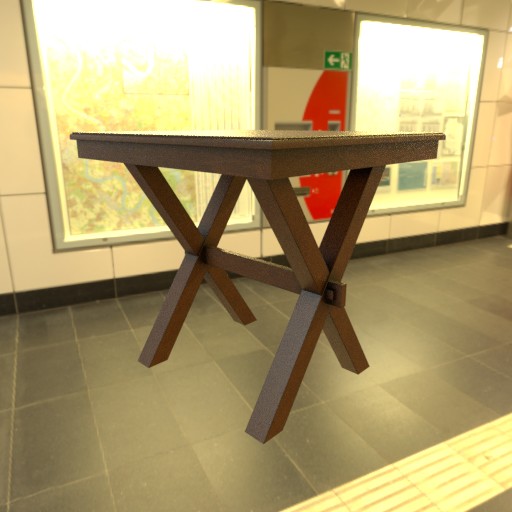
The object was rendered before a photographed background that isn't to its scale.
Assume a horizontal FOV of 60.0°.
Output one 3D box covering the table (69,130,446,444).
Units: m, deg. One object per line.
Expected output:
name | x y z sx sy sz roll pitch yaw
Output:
table | 0.000 0.000 1.046 0.602 0.562 0.560 15 23 42
